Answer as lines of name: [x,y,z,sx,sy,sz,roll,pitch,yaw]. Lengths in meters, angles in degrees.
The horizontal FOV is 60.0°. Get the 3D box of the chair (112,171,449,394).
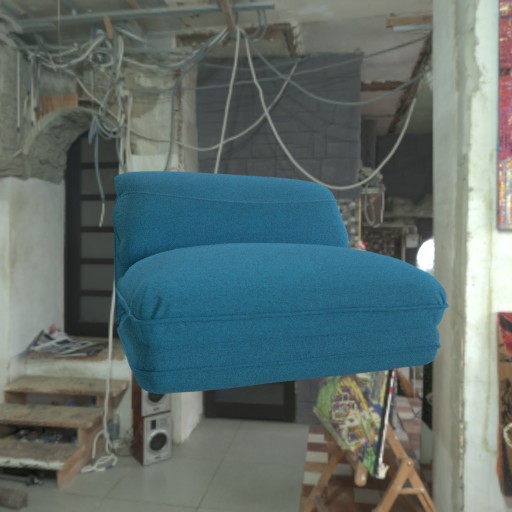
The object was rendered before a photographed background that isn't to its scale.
chair: [0.000,0.000,1.357,0.820,0.580,0.780,0,0,-20]
